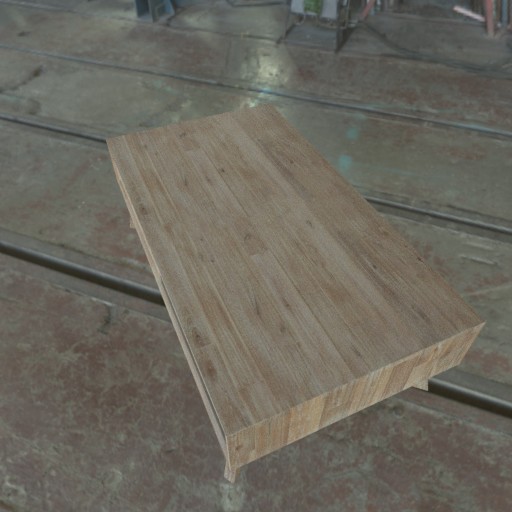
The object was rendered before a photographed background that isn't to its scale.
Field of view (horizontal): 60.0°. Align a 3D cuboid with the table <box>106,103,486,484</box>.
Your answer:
[{"bbox_3d":[0.000,0.000,2.010,0.918,0.531,1.619,-18,49,-17],"label":"table"}]
